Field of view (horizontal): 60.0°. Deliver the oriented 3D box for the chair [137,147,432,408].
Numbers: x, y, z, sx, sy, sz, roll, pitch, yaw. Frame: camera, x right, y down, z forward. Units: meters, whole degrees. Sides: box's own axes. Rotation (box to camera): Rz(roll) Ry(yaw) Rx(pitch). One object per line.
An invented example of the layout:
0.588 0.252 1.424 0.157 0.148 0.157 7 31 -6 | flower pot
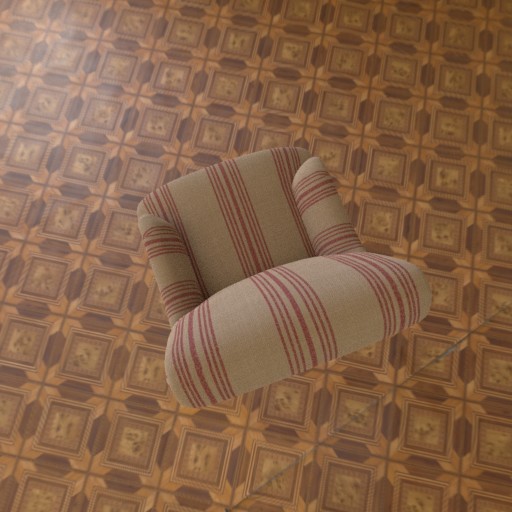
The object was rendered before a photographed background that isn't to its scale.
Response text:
0.000 0.000 1.970 0.933 1.123 1.058 -20 75 -6 | chair
